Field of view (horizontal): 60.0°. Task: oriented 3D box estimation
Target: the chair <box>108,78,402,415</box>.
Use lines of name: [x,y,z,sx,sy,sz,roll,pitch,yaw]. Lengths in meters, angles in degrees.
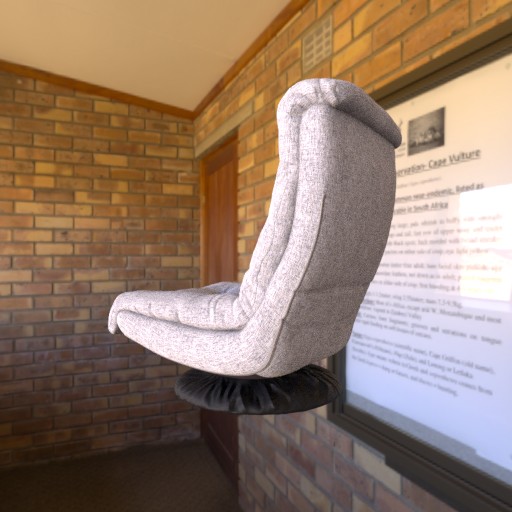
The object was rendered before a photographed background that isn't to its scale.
chair: [0.000,0.000,0.992,0.583,0.600,0.400,0,-1,35]
